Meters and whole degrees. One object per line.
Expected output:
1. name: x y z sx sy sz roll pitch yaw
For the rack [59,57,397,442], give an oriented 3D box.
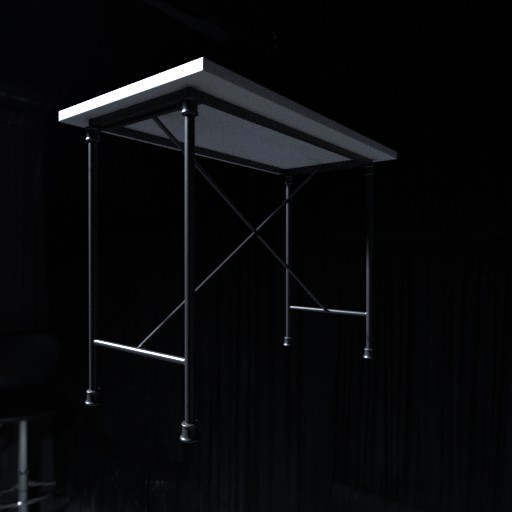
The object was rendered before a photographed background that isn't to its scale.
1. rack: 0.000 0.000 1.615 0.613 0.880 1.159 0 1 38
